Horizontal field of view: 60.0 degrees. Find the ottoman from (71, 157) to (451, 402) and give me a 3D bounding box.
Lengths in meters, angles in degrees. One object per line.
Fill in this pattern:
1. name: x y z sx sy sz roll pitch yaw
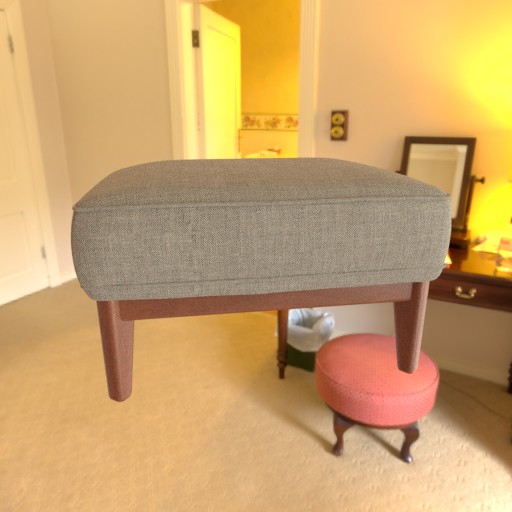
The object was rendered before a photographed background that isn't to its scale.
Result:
1. ottoman: 0.000 0.000 1.104 0.750 0.458 0.555 -3 19 -9
